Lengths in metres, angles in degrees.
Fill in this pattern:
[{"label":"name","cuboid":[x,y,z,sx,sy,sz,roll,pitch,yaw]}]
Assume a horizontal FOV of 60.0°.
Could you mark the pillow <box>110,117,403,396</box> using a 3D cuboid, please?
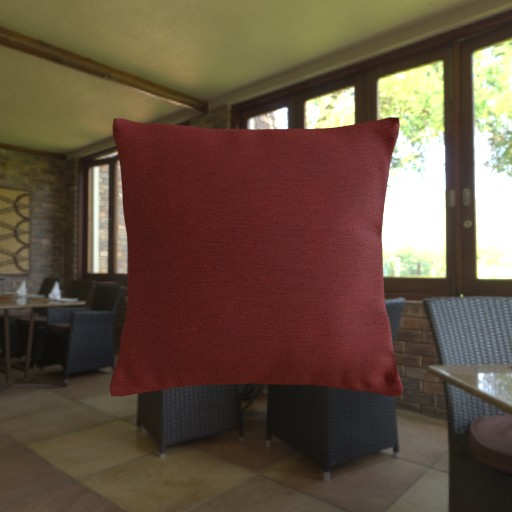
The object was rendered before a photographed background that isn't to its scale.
[{"label":"pillow","cuboid":[0.000,0.000,0.654,0.435,0.416,0.151,0,-2,0]}]
